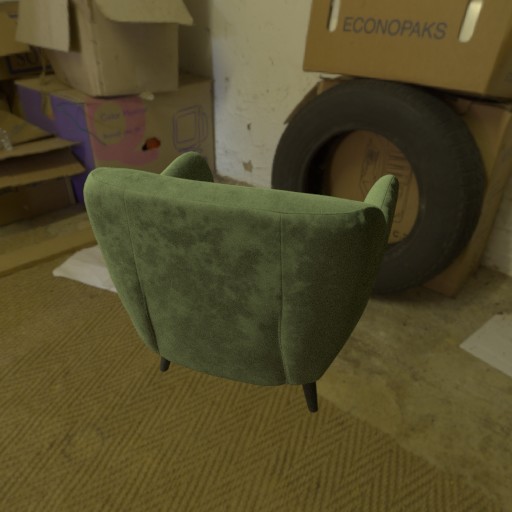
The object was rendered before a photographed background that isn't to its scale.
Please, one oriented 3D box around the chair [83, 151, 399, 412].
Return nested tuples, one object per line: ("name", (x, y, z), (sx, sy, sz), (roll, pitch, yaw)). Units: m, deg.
("chair", (0.000, 0.000, 1.498), (0.840, 0.804, 0.819), (10, 34, 16))
